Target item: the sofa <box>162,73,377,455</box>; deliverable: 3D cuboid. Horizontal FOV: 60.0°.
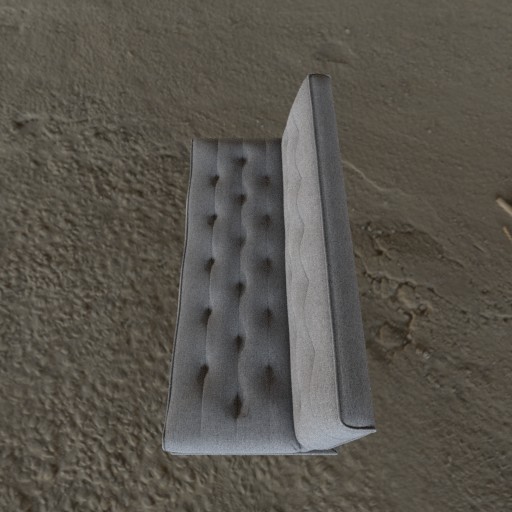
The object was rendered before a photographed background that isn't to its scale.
[{"bbox_3d":[0.000,0.000,2.261,0.810,0.830,1.820,0,59,0],"label":"sofa"}]
